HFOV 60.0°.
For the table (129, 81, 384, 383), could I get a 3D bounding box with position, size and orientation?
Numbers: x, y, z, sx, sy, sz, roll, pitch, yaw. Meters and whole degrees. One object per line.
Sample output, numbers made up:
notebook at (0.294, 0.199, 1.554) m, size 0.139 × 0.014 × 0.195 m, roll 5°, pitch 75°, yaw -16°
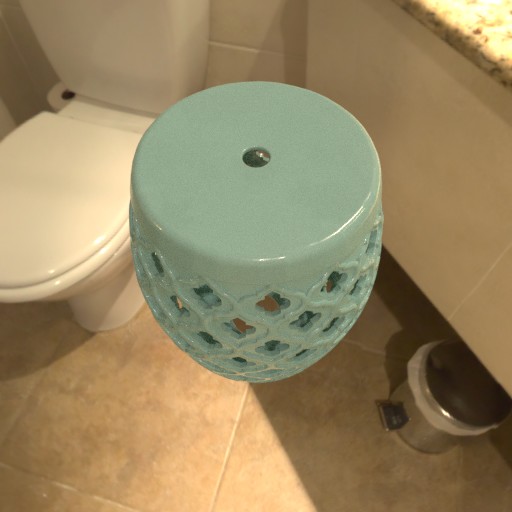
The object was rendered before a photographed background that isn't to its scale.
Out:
table at (0.000, 0.000, 0.625) m, size 0.325 × 0.388 × 0.325 m, roll 0°, pitch 58°, yaw 0°
